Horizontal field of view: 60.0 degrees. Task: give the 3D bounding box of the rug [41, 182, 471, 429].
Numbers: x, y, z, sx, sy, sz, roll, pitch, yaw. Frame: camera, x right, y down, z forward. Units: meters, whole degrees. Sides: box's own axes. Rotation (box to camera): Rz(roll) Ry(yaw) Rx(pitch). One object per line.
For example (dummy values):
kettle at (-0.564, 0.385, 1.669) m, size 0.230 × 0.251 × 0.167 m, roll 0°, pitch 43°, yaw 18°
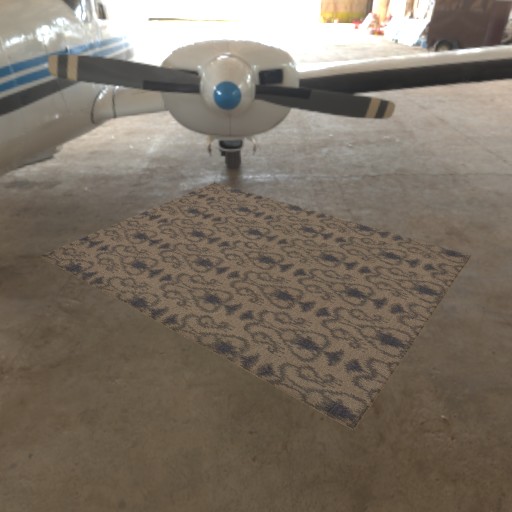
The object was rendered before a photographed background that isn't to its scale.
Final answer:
rug at (0.000, 0.000, 4.128) m, size 3.205 × 0.015 × 2.437 m, roll 21°, pitch 36°, yaw 31°
